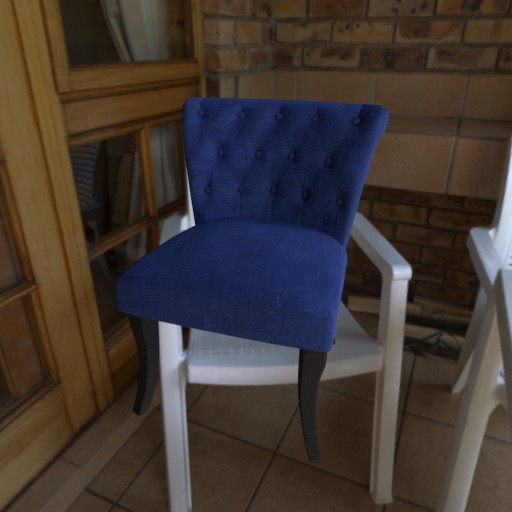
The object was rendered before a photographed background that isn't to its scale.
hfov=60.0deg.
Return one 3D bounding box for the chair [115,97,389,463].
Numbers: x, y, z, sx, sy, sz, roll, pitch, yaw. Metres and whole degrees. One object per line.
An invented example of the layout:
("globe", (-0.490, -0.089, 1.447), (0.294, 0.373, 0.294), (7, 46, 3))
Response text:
("chair", (0.000, 0.000, 1.206), (0.585, 0.753, 0.606), (8, 27, 16))
